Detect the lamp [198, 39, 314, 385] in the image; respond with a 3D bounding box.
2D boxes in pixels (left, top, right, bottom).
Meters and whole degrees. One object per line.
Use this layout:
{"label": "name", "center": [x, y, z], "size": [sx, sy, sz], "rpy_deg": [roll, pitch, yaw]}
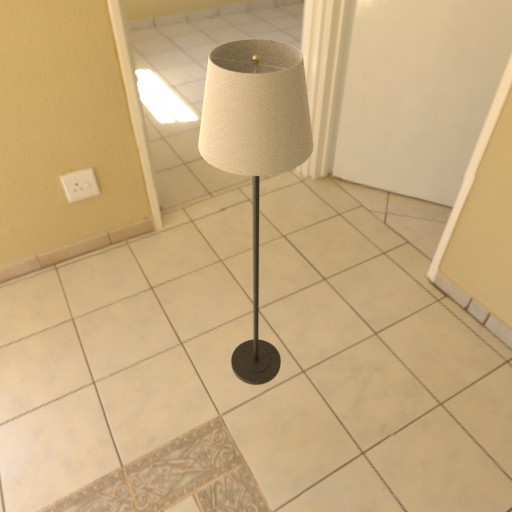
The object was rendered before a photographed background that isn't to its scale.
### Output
{"label": "lamp", "center": [0.000, 0.000, 1.677], "size": [0.348, 1.473, 0.348], "rpy_deg": [-30, 51, -27]}
